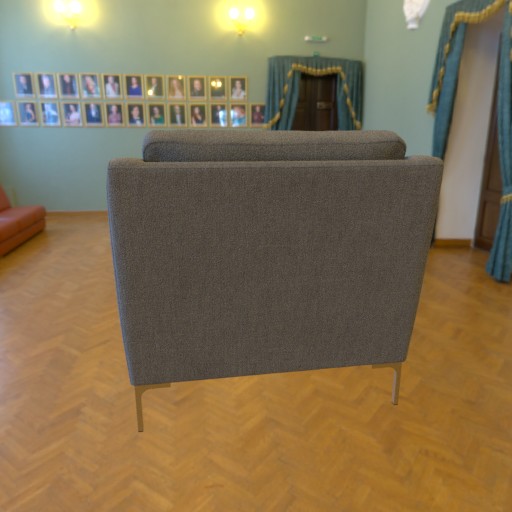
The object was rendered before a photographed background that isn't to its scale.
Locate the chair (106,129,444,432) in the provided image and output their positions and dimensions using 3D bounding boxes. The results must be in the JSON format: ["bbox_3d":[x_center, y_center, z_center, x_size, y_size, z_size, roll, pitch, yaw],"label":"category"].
[{"bbox_3d":[0.000,0.000,1.525,0.847,0.828,0.849,-3,15,-9],"label":"chair"}]
